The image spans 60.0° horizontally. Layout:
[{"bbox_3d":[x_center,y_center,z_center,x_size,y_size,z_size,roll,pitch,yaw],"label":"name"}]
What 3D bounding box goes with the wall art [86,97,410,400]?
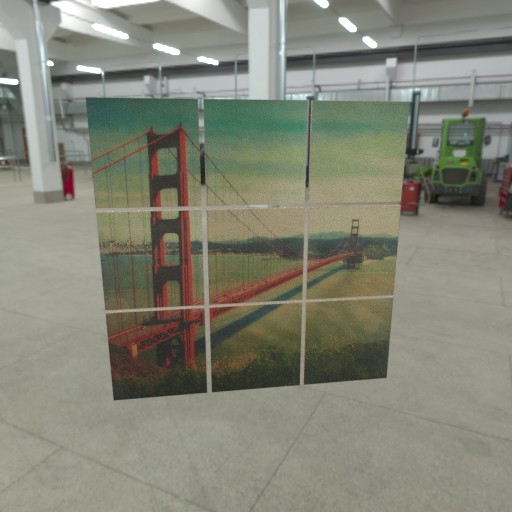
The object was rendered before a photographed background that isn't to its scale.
[{"bbox_3d":[0.000,0.000,1.364,0.917,0.910,0.012,-2,15,-8],"label":"wall art"}]
